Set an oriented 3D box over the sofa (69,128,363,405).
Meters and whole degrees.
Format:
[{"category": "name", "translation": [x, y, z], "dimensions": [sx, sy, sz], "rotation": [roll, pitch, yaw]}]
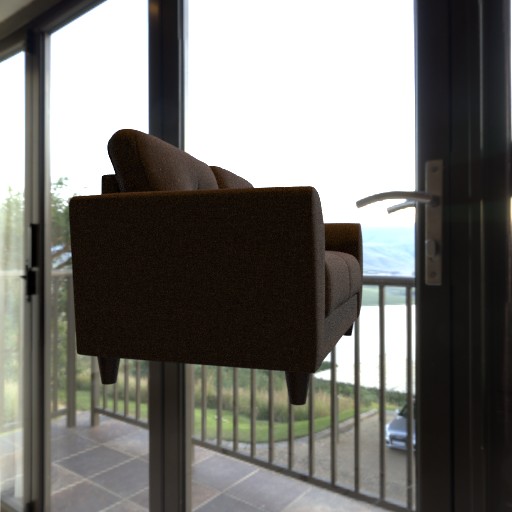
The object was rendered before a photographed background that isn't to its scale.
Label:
[{"category": "sofa", "translation": [0.000, 0.000, 2.006], "dimensions": [0.851, 0.885, 1.423], "rotation": [0, 0, 18]}]
